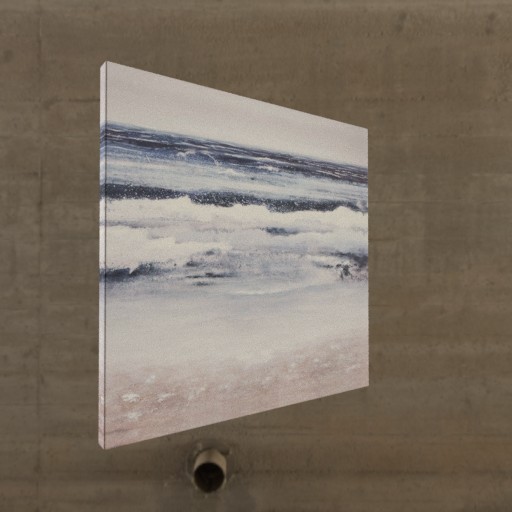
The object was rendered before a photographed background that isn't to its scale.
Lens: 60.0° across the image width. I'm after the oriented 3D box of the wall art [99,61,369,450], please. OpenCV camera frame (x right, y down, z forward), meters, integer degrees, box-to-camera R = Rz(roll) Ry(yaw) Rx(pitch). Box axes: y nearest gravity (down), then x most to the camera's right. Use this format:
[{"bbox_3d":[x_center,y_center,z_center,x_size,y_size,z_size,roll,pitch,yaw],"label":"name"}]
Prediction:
[{"bbox_3d":[0.000,0.000,1.091,0.755,0.747,0.065,1,-1,-35],"label":"wall art"}]
